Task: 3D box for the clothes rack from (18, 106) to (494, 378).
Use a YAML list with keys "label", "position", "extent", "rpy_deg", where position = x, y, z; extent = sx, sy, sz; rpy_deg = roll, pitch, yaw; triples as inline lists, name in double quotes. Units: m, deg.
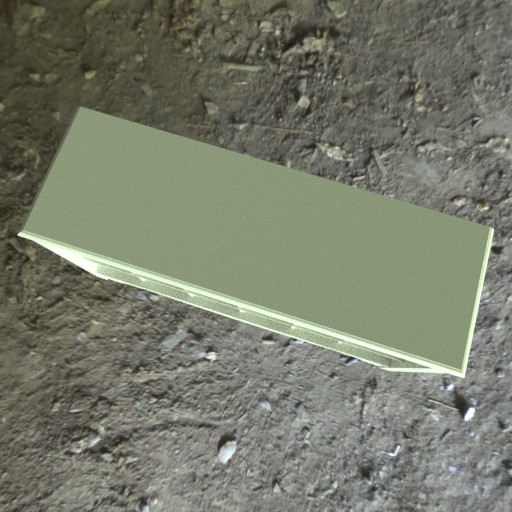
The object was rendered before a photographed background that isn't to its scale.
- label: "clothes rack"
  position: [0.000, 0.000, 1.449]
  extent: [1.218, 0.558, 0.405]
  rpy_deg: [17, 77, 4]
